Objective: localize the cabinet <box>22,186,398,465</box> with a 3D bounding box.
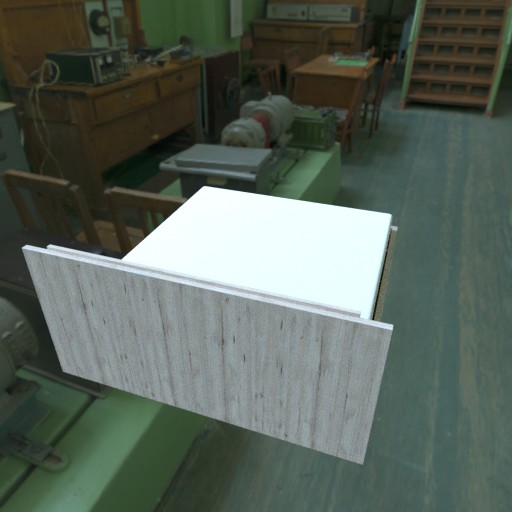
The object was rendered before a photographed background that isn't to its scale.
[{"bbox_3d":[0.000,0.000,3.201,1.950,0.970,2.080,11,34,16],"label":"cabinet"}]
